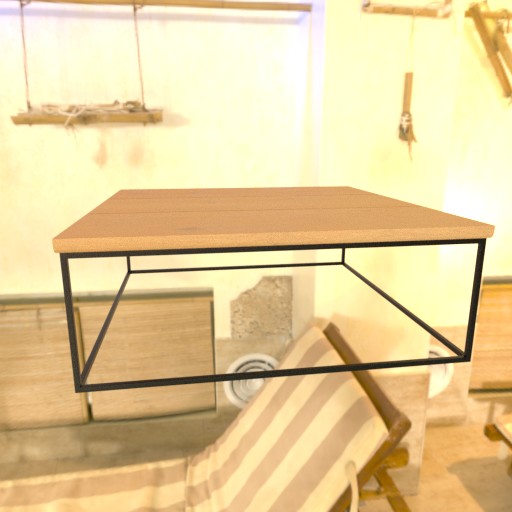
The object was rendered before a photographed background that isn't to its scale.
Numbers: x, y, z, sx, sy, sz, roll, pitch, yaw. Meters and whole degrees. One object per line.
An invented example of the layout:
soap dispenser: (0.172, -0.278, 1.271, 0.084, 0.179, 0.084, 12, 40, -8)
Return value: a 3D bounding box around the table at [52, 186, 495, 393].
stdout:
table: (0.000, 0.000, 1.656, 1.100, 0.400, 1.100, -2, 15, -8)
